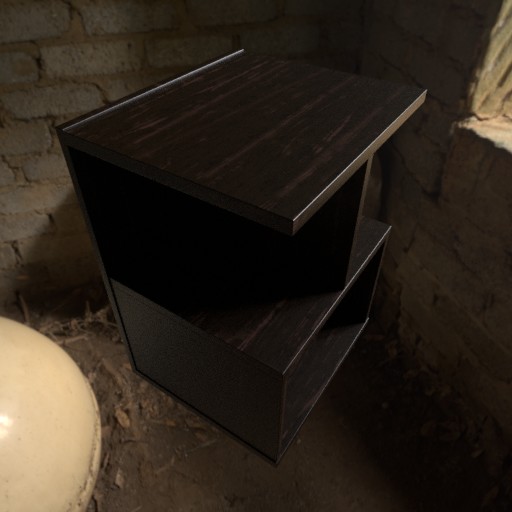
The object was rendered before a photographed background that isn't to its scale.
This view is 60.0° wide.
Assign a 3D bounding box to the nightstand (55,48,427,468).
[{"bbox_3d":[0.000,0.000,0.804,0.356,0.559,0.400,24,47,25],"label":"nightstand"}]
